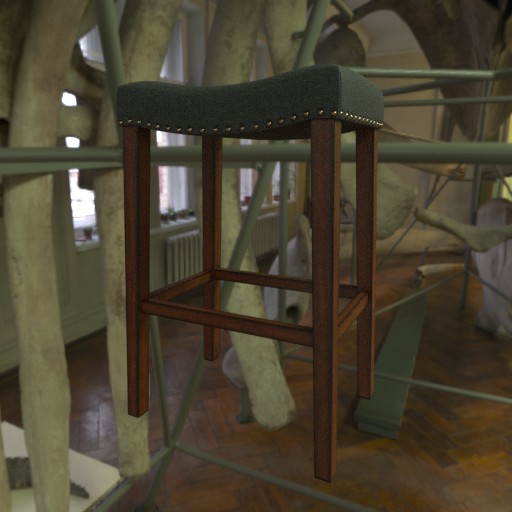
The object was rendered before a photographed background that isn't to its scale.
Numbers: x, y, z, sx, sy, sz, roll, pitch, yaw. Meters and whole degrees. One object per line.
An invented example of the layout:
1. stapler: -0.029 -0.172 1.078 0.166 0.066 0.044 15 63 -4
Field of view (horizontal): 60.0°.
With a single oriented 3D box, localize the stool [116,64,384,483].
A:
1. stool: 0.000 0.000 1.024 0.502 0.760 0.366 6 14 26
